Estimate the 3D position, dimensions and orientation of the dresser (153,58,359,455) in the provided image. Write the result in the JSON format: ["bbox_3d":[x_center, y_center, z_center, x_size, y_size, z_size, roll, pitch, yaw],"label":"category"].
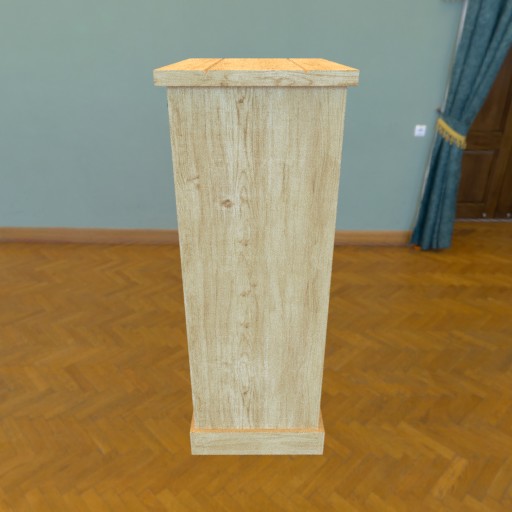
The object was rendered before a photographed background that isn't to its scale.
[{"bbox_3d":[0.000,0.000,1.303,0.390,1.041,0.531,0,26,0],"label":"dresser"}]
